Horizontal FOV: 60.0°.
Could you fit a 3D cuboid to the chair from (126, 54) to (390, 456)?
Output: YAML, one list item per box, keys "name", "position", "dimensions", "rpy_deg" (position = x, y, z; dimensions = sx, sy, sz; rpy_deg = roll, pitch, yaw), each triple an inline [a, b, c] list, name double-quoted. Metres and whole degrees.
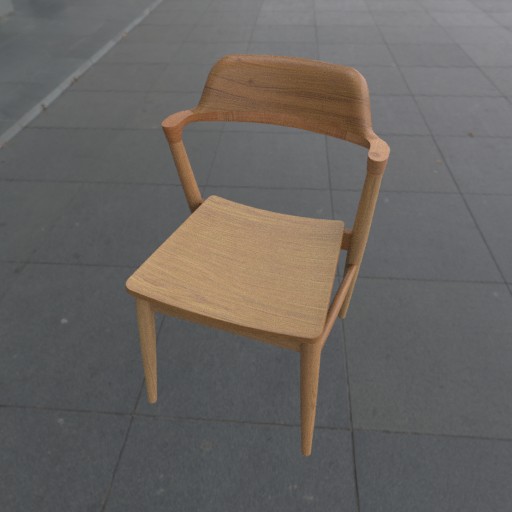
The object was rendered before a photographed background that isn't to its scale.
- name: "chair"
  position: [0.000, 0.000, 1.082]
  dimensions: [0.512, 0.792, 0.499]
  rpy_deg: [13, 42, 15]
